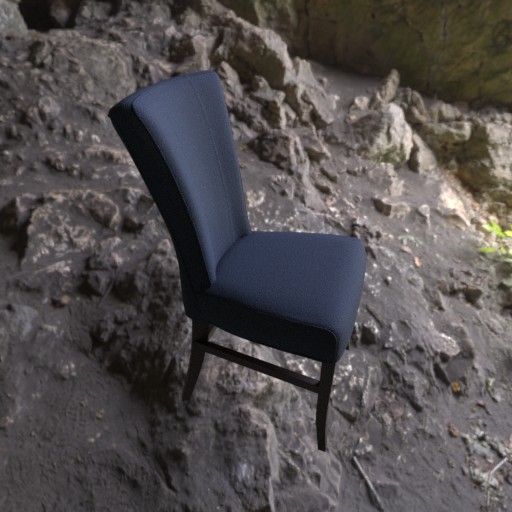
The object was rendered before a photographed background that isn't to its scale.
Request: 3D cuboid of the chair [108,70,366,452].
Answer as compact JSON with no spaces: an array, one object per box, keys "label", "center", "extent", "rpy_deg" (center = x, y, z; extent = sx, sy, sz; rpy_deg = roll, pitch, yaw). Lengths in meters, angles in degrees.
[{"label":"chair","center":[0.000,0.000,1.373],"extent":[0.660,0.991,0.520],"rpy_deg":[10,33,16]}]
